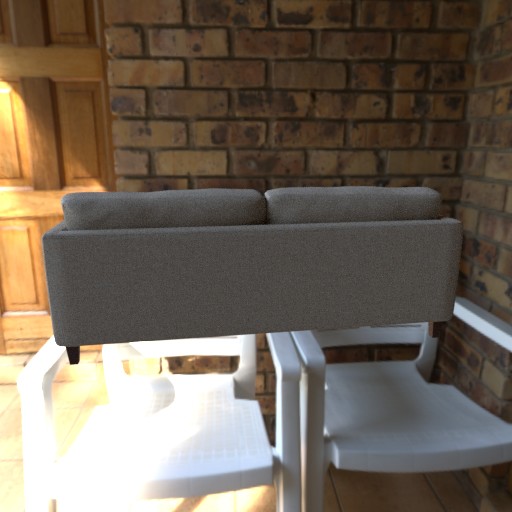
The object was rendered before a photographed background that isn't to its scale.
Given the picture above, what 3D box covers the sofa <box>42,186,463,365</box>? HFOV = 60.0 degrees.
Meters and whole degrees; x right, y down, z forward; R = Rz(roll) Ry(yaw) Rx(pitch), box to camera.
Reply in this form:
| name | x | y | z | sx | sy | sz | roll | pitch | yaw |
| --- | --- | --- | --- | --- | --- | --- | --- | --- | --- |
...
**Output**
| name | x | y | z | sx | sy | sz | roll | pitch | yaw |
| --- | --- | --- | --- | --- | --- | --- | --- | --- | --- |
| sofa | 0.000 | 0.000 | 2.990 | 2.434 | 0.965 | 0.951 | -2 | 15 | -9 |
